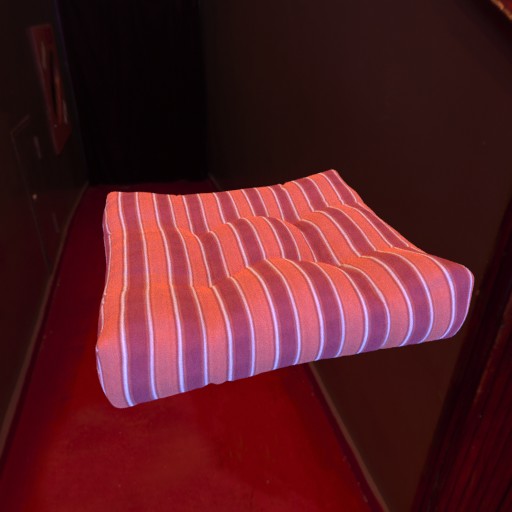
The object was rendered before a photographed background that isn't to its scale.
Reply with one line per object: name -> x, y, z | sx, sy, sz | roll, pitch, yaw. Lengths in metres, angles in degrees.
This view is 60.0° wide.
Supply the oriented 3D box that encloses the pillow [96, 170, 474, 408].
pillow -> 0.000, 0.000, 0.731 | 0.490, 0.133, 0.468 | -8, 31, -13
